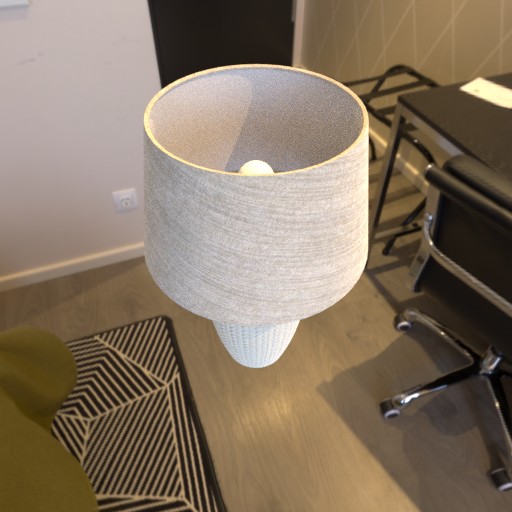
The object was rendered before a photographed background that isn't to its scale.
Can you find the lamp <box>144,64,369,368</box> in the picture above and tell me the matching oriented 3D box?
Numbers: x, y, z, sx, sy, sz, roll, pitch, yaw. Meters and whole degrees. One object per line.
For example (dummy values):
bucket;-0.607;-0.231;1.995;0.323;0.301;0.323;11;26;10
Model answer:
lamp;0.000;0.000;0.822;0.390;0.580;0.390;0;46;0
